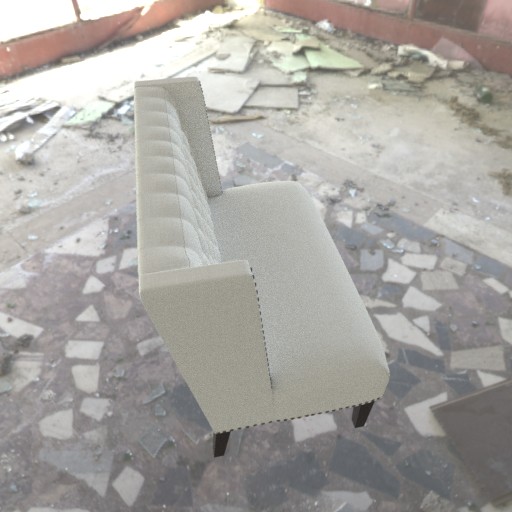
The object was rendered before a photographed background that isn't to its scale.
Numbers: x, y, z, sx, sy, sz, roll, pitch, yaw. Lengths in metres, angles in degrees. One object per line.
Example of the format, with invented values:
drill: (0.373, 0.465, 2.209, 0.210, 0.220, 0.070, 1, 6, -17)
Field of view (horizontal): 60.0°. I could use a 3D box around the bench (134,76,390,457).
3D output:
bench: (0.000, 0.000, 1.966, 0.847, 1.123, 1.280, -8, 45, -8)
